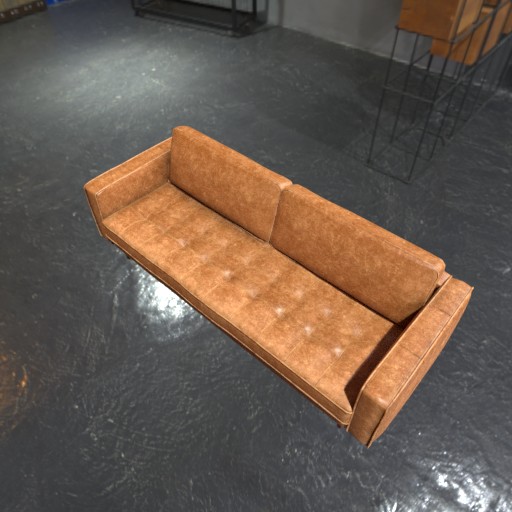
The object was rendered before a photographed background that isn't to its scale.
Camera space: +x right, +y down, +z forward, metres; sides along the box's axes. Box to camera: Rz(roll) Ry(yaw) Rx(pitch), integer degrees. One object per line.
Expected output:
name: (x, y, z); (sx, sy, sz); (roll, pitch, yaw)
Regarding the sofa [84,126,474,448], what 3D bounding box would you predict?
sofa: (0.000, 0.000, 2.618); (2.199, 0.779, 0.886); (33, 55, 27)
